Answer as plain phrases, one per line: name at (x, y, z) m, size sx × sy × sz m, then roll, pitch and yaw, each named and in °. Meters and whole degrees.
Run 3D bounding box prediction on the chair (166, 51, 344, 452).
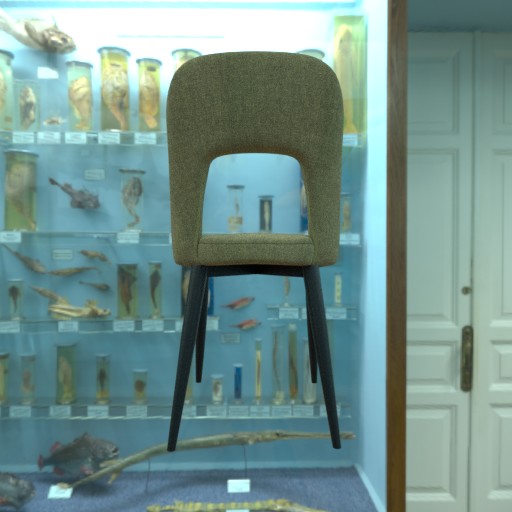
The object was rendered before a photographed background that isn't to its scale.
chair at (0.000, 0.000, 1.285) m, size 0.470 × 0.931 × 0.612 m, roll 0°, pitch 1°, yaw 1°
